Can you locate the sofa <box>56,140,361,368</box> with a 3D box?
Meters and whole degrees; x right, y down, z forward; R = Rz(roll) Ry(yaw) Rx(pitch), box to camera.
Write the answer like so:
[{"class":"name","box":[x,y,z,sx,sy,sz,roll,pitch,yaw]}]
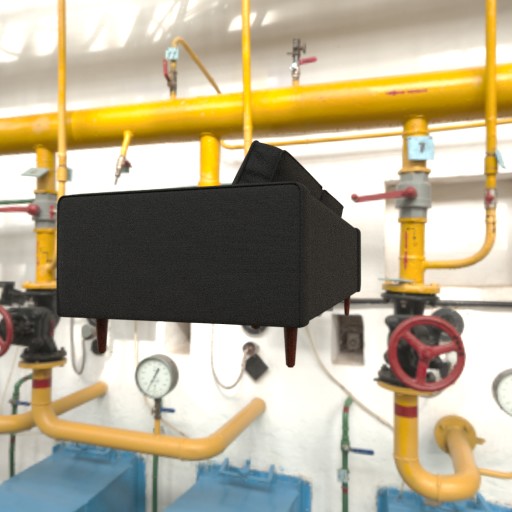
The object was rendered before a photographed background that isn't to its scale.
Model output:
[{"class":"sofa","box":[0.000,0.000,2.306,0.914,0.759,1.875,0,-1,18]}]
